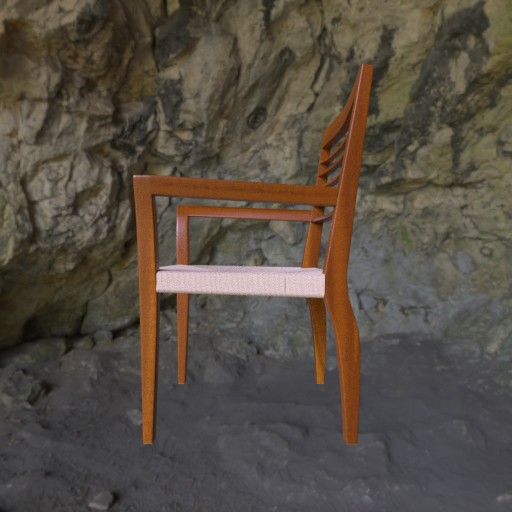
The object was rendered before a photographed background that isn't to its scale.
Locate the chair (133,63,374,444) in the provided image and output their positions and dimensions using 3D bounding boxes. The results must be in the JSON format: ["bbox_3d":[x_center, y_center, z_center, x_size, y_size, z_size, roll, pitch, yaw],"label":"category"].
[{"bbox_3d":[0.000,0.000,1.259,0.540,0.855,0.587,0,0,0],"label":"chair"}]
